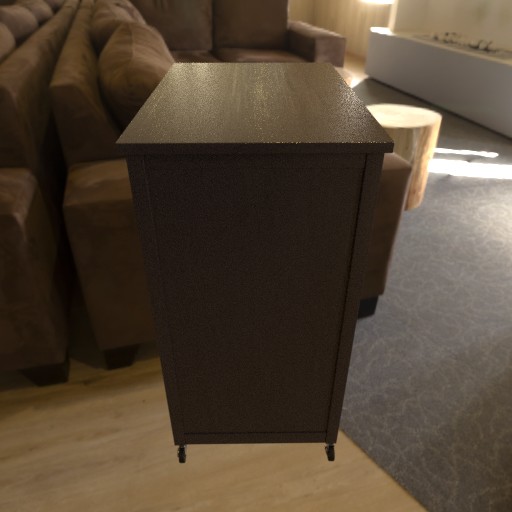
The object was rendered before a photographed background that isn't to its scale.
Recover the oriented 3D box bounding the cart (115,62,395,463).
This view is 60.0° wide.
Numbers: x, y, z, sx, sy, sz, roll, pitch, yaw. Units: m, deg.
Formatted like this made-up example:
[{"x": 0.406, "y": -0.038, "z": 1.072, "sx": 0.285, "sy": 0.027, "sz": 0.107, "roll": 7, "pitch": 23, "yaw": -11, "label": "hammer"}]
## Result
[{"x": 0.000, "y": 0.000, "z": 1.220, "sx": 0.449, "sy": 0.878, "sz": 0.690, "roll": 0, "pitch": 34, "yaw": -1, "label": "cart"}]
